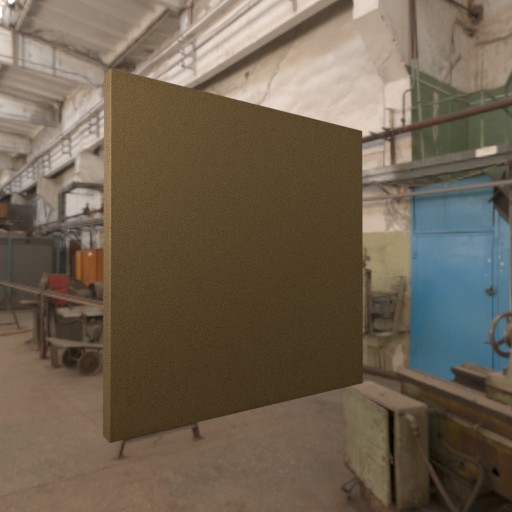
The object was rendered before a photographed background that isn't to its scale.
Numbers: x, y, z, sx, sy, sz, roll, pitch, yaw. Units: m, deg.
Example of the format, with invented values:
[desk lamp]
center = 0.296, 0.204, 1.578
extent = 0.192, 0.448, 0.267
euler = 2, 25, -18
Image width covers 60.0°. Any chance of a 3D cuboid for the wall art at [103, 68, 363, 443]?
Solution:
[wall art]
center = 0.000, 0.000, 0.755
extent = 0.503, 0.506, 0.031
euler = 0, -1, -35
